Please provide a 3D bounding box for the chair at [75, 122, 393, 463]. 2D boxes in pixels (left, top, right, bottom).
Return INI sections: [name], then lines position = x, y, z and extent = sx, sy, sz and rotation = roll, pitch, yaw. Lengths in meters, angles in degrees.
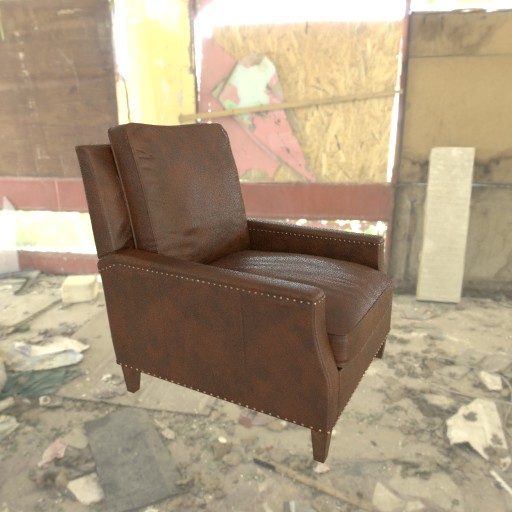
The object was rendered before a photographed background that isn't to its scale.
[chair]
position = 0.000, 0.000, 1.826
extent = 1.035, 1.054, 0.854
rotation = 9, 18, 27
